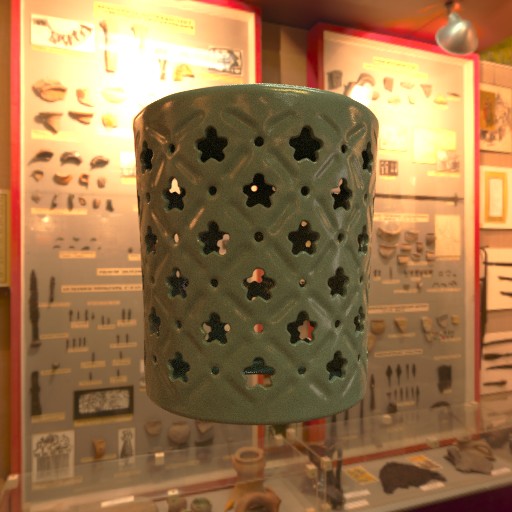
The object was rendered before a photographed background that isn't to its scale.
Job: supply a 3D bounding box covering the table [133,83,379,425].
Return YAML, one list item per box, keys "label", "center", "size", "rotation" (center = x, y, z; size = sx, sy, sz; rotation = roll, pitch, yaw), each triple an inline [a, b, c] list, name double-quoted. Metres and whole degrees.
- label: "table"
  center: [0.000, 0.000, 0.656]
  size: [0.352, 0.387, 0.352]
  rotation: [0, 0, 0]
